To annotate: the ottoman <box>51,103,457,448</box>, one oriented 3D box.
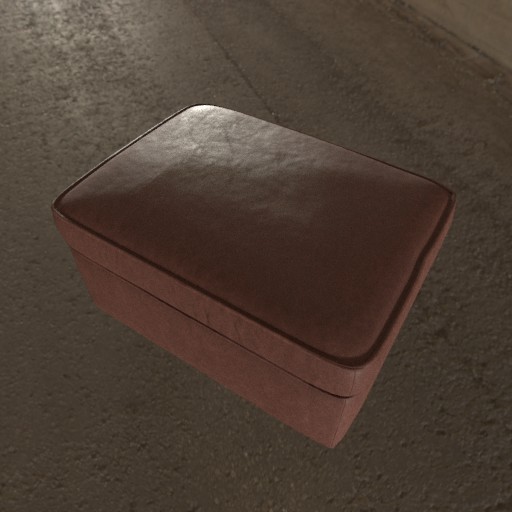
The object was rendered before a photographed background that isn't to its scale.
[{"bbox_3d":[0.000,0.000,1.083,0.749,0.449,0.548,25,53,21],"label":"ottoman"}]
